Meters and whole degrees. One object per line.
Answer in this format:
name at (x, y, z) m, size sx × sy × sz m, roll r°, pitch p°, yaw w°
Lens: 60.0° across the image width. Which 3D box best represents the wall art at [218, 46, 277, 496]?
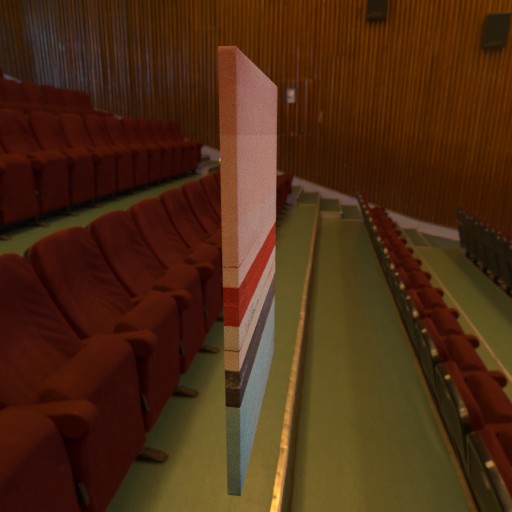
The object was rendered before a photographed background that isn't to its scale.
wall art at (0.000, 0.000, 1.320) m, size 0.039 × 1.016 × 0.761 m, roll 2°, pitch 16°, yaw 8°
